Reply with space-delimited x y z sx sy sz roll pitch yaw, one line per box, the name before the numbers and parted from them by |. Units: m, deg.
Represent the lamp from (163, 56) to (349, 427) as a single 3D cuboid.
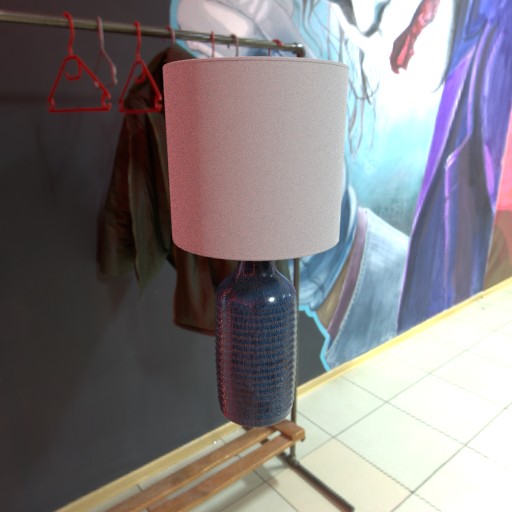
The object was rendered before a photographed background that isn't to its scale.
lamp | 0.000 0.000 0.606 0.220 0.475 0.220 -2 17 -6
